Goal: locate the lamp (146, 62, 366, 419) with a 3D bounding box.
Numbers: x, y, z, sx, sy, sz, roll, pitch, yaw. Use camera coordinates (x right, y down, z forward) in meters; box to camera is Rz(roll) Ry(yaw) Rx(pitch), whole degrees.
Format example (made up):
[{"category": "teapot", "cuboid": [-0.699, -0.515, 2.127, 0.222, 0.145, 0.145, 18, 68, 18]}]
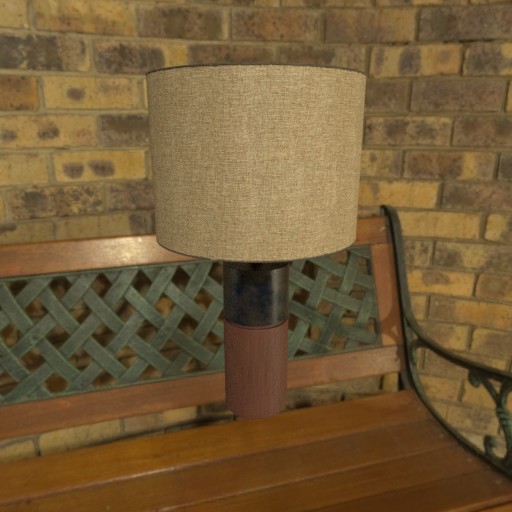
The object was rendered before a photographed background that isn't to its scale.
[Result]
[{"category": "lamp", "cuboid": [0.000, 0.000, 0.465, 0.202, 0.350, 0.202, 0, 16, 0]}]
